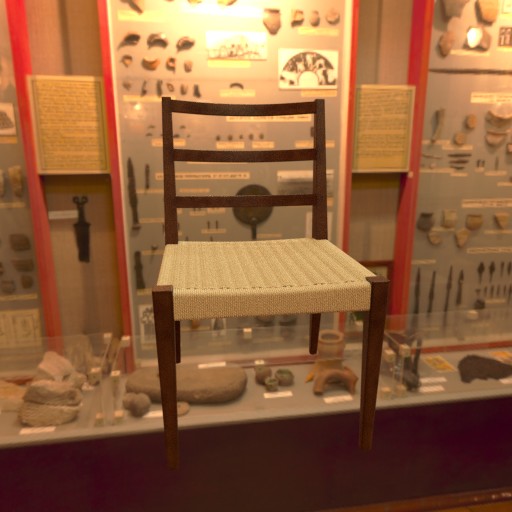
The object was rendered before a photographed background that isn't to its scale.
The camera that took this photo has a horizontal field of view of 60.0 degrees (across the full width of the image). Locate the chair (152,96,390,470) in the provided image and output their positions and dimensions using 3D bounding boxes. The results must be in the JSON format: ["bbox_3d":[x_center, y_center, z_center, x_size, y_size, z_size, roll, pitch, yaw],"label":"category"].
[{"bbox_3d":[0.000,0.000,1.143,0.480,0.813,0.551,-2,14,-8],"label":"chair"}]
